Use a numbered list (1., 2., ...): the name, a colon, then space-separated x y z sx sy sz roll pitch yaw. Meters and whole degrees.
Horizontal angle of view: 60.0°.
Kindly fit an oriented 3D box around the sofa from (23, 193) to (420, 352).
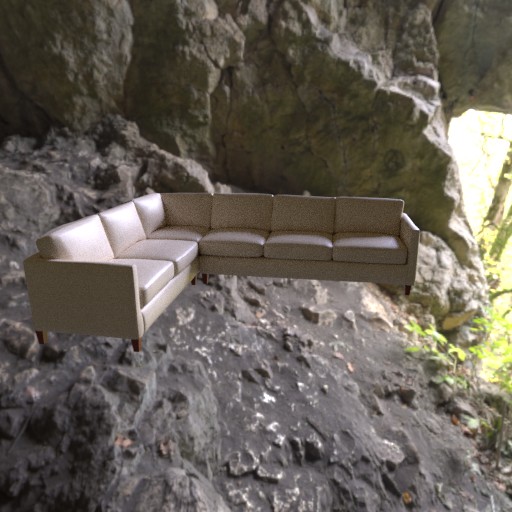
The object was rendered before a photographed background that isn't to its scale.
1. sofa: 0.000 0.000 4.448 3.302 0.947 2.593 3 17 9
